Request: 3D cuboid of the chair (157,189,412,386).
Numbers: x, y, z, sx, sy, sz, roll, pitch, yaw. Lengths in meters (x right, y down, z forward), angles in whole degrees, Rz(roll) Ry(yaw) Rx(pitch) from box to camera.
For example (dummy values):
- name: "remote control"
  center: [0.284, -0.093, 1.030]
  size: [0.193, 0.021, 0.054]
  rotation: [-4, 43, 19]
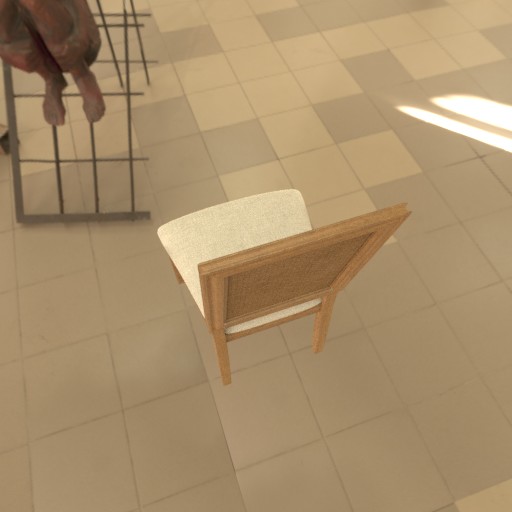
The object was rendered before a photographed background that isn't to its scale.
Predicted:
- name: "chair"
  center: [0.000, 0.000, 1.364]
  size: [0.536, 0.988, 0.601]
  rotation: [-17, 59, -10]
